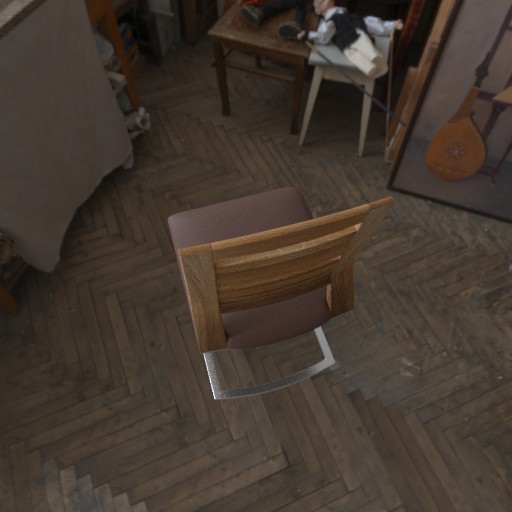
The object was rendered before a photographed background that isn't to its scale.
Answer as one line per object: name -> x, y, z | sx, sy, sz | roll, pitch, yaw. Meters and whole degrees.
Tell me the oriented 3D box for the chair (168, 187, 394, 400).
chair -> 0.000, 0.000, 1.321 | 0.460, 0.970, 0.570 | -14, 60, -9
